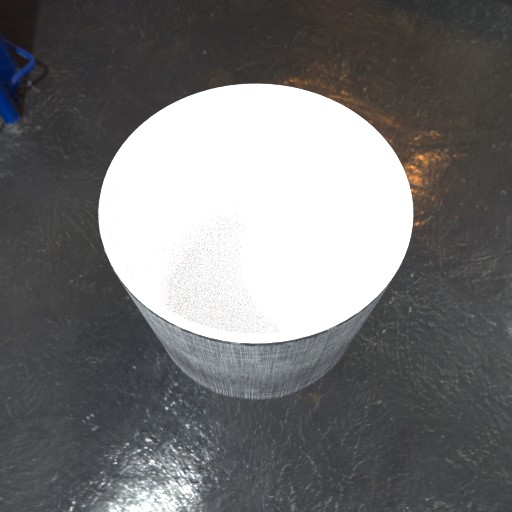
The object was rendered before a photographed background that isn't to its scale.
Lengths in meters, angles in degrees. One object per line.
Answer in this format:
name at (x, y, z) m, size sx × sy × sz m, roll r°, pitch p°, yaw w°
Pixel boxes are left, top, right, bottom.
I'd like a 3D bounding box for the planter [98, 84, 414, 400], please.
planter at (0.000, 0.000, 0.459) m, size 0.254 × 0.221 × 0.254 m, roll 0°, pitch 62°, yaw 0°
